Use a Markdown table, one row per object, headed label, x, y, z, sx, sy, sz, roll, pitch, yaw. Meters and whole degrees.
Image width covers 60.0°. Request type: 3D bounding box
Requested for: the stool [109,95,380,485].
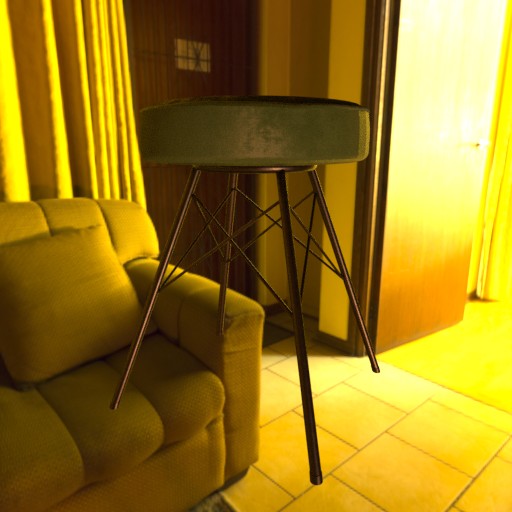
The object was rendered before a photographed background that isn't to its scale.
| label | x | y | z | sx | sy | sz | roll | pitch | yaw |
| --- | --- | --- | --- | --- | --- | --- | --- | --- | --- |
| stool | 0.000 | 0.000 | 0.907 | 0.457 | 0.595 | 0.430 | 7 | 16 | 27 |
